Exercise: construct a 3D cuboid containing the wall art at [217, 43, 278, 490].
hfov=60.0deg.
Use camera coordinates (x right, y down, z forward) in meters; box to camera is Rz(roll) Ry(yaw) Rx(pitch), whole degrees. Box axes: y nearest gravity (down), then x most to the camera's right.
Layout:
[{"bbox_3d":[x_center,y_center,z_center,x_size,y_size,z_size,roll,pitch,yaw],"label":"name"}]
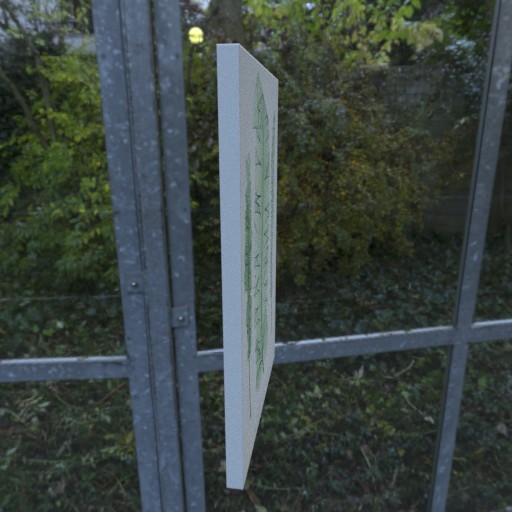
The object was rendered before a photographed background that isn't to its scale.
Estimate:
[{"bbox_3d":[0.000,0.000,1.158,0.038,0.914,0.610,3,16,9],"label":"wall art"}]
